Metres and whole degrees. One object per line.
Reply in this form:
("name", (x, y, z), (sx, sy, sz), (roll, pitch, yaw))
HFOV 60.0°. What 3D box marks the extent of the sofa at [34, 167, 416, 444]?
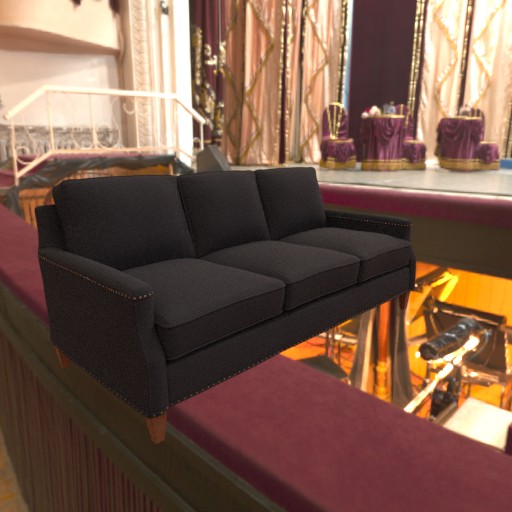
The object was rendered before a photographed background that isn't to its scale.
("sofa", (0.000, 0.000, 2.723), (1.084, 1.003, 2.246), (13, 19, 43))
